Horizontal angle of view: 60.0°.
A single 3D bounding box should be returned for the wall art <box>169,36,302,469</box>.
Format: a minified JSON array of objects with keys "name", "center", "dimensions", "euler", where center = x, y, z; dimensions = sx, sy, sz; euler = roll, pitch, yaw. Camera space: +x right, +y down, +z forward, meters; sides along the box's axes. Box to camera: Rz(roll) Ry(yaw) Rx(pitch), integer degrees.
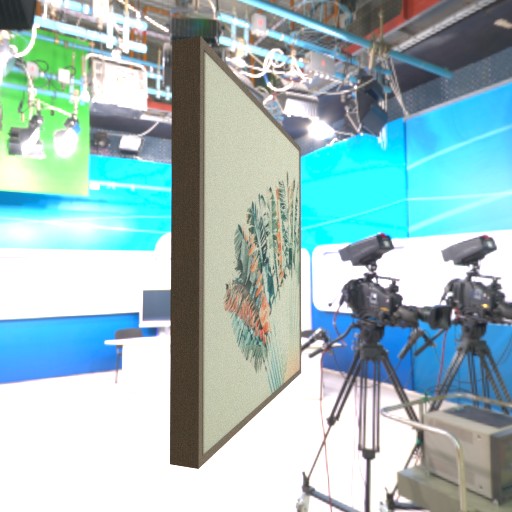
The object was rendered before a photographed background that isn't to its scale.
[{"name":"wall art","center":[0.000,0.000,0.763],"dimensions":[0.038,0.506,0.508],"euler":[-1,-2,19]}]
